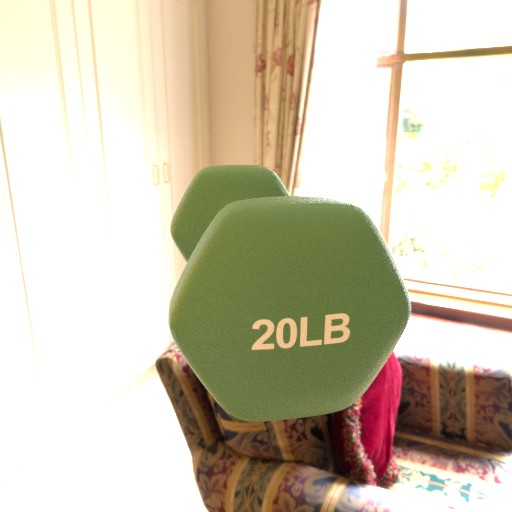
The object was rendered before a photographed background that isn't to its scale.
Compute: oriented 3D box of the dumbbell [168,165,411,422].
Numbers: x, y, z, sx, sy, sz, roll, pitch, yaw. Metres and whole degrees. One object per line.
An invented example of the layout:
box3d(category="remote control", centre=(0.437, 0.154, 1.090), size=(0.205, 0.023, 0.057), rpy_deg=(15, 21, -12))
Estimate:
box3d(category="dumbbell", centre=(0.000, 0.000, 0.323), size=(0.126, 0.114, 0.257), rpy_deg=(-3, 16, -9))
